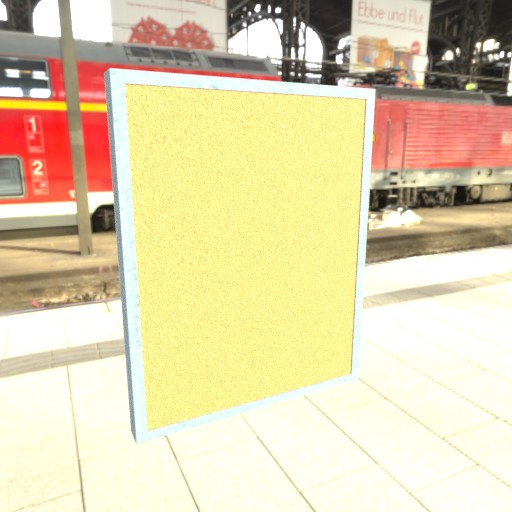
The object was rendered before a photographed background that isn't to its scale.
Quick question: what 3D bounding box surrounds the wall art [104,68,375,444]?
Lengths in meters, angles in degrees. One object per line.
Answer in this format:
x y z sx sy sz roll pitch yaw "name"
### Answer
0.000 0.000 0.689 0.409 0.509 0.037 -7 15 -26 "wall art"
